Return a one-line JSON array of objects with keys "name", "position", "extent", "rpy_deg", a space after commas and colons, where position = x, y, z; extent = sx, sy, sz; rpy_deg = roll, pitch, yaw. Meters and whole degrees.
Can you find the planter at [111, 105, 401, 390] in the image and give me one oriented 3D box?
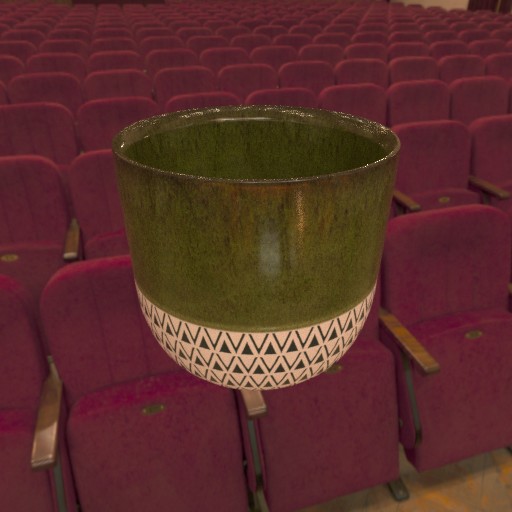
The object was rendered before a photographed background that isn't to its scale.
[{"name": "planter", "position": [0.000, 0.000, 0.488], "extent": [0.266, 0.270, 0.266], "rpy_deg": [0, 30, 0]}]
